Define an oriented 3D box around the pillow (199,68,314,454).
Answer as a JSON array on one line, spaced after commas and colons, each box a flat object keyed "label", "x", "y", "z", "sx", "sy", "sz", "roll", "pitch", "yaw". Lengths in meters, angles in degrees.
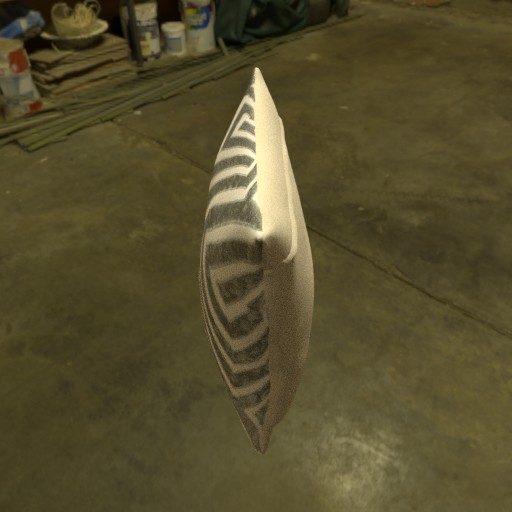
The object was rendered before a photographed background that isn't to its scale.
[{"label": "pillow", "x": 0.000, "y": 0.000, "z": 0.699, "sx": 0.182, "sy": 0.441, "sz": 0.440, "roll": 0, "pitch": 42, "yaw": 0}]
